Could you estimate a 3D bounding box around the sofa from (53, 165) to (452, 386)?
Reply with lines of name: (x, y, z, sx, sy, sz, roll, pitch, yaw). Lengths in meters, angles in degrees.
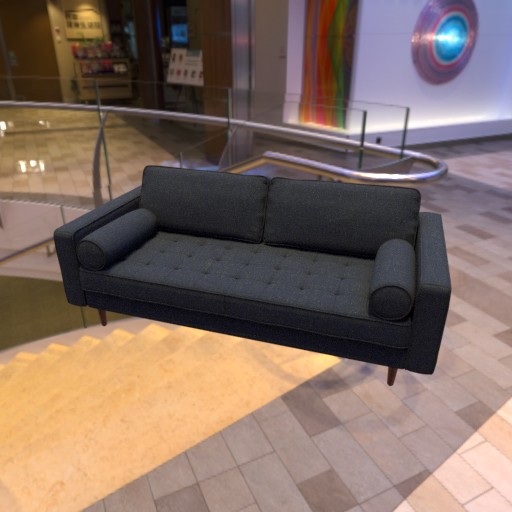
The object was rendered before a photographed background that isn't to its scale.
sofa: (0.000, 0.000, 2.408, 1.880, 0.762, 0.914, 8, 27, 16)
